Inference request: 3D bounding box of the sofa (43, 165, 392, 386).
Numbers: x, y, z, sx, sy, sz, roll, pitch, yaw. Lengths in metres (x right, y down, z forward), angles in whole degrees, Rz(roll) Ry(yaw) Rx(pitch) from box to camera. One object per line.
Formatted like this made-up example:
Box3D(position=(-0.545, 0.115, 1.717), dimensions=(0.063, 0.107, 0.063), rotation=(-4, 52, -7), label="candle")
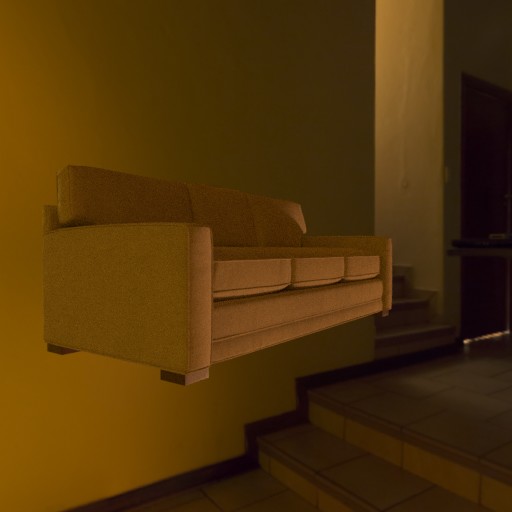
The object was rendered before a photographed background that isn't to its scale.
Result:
Box3D(position=(0.000, 0.000, 2.604), dimensions=(0.936, 0.862, 2.093), rotation=(1, 1, 36), label="sofa")
